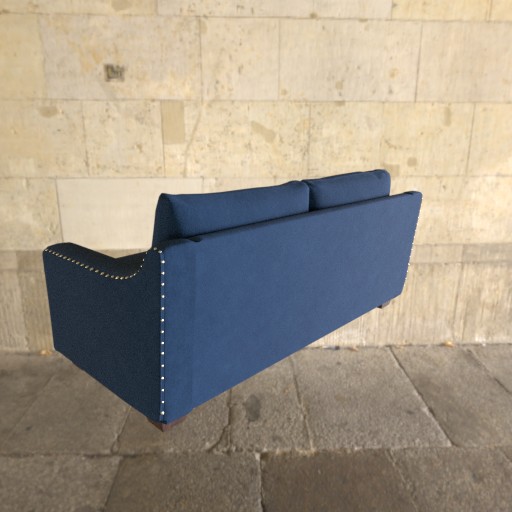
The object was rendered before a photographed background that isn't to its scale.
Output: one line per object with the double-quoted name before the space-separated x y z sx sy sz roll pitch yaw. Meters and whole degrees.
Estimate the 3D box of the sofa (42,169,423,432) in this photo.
"sofa" 0.000 0.000 2.685 1.104 0.983 2.107 14 21 42
